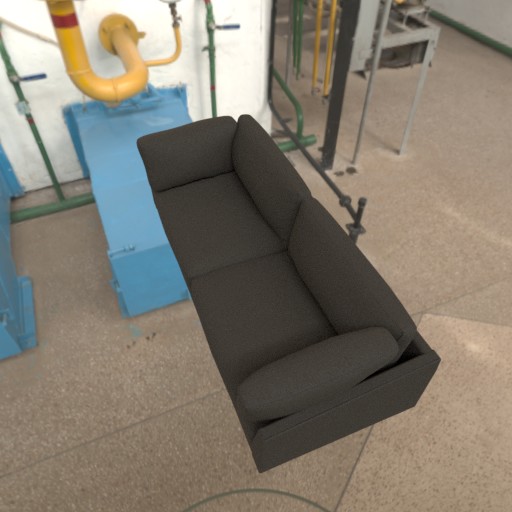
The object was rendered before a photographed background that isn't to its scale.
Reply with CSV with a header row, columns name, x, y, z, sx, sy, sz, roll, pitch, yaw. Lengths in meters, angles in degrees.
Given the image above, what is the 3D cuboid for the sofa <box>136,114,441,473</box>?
name,x,y,z,sx,sy,sz,roll,pitch,yaw
sofa,0.000,0.000,2.802,0.969,0.792,2.312,-16,49,-15
